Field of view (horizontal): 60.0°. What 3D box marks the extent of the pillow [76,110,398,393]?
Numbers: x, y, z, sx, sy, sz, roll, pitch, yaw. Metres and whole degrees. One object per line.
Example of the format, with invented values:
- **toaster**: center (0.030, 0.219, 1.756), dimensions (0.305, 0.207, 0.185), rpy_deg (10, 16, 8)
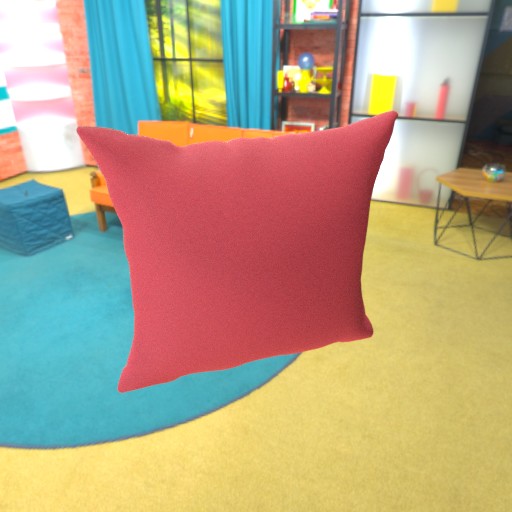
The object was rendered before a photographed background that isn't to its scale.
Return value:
- **pillow**: center (0.000, 0.000, 0.817), dimensions (0.559, 0.501, 0.229), rpy_deg (-9, 29, -17)
